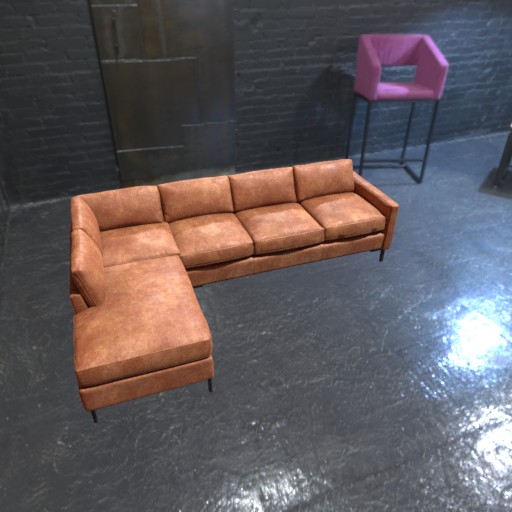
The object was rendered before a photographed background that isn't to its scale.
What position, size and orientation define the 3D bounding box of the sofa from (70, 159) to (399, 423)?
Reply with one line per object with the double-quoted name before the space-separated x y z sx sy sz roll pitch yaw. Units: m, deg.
"sofa" 0.000 0.000 3.836 2.984 0.877 1.938 -11 35 -16
